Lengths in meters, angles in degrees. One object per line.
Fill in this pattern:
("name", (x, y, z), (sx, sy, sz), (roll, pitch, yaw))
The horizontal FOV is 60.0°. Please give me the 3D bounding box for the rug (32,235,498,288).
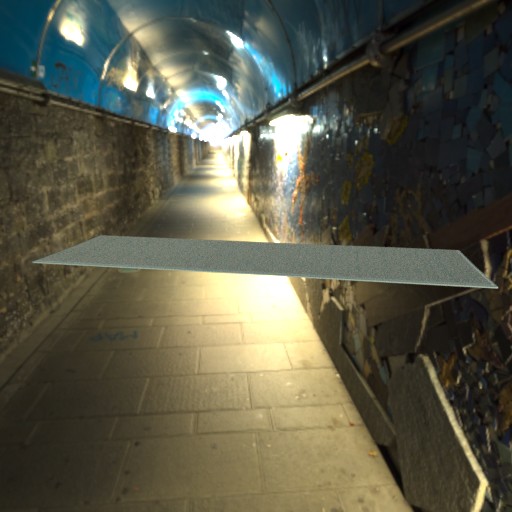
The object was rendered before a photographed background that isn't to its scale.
("rug", (0.000, 0.000, 2.371), (2.196, 0.011, 0.662), (3, 15, 10))
